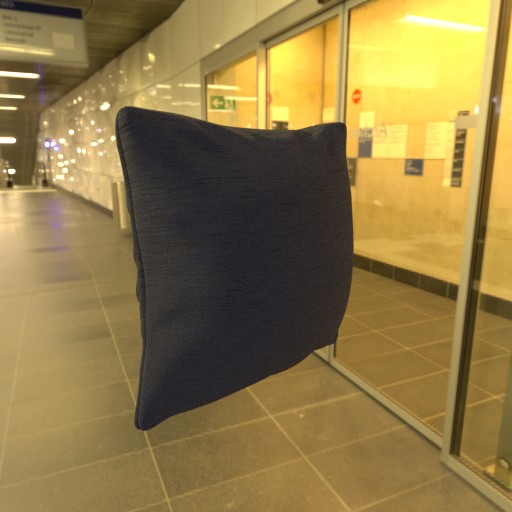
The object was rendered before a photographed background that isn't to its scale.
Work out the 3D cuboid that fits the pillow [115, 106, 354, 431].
[{"bbox_3d":[0.000,0.000,0.683,0.432,0.414,0.246,-12,18,-42],"label":"pillow"}]
